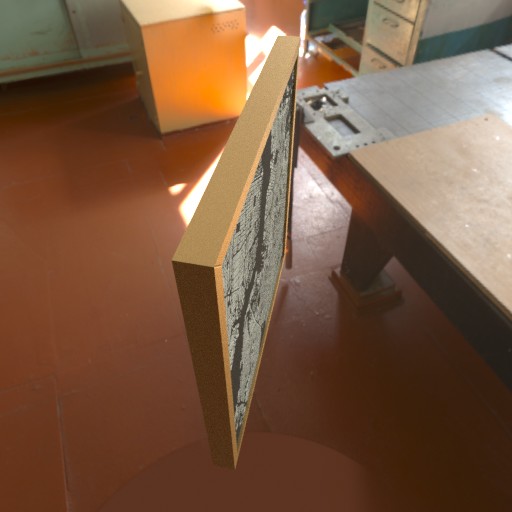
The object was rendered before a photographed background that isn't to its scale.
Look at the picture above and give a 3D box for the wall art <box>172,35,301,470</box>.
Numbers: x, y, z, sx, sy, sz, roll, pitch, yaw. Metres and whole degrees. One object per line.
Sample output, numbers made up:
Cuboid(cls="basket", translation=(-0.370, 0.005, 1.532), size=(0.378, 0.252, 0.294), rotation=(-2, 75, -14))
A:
Cuboid(cls="wall art", translation=(0.000, 0.000, 1.843), size=(0.095, 1.284, 1.284), rotation=(9, 47, 8))
